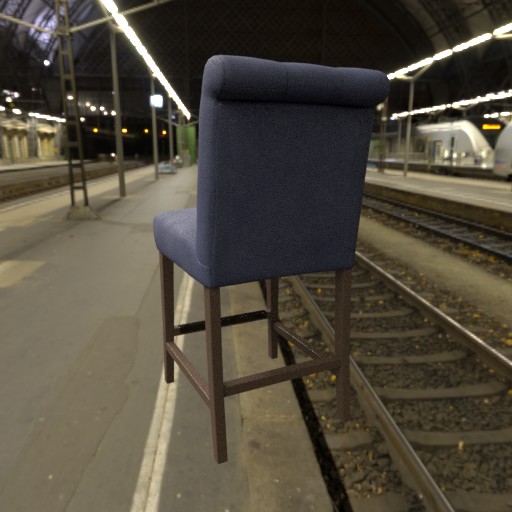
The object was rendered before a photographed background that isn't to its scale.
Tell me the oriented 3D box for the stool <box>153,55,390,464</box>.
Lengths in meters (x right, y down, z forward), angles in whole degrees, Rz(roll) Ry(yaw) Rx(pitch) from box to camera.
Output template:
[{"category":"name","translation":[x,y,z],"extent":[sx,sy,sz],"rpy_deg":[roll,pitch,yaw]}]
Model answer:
[{"category":"stool","translation":[0.000,0.000,1.341],"extent":[0.493,1.010,0.601],"rpy_deg":[-7,15,-26]}]
